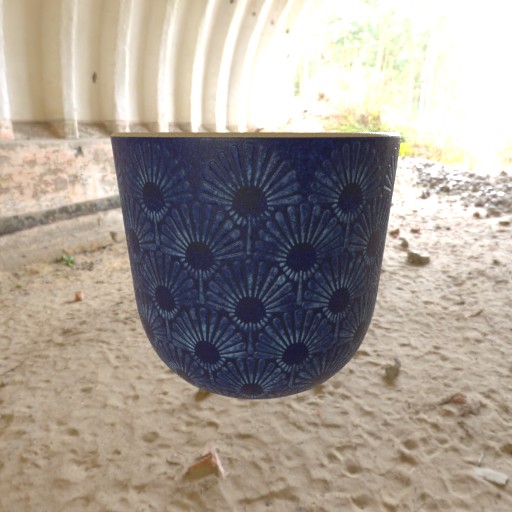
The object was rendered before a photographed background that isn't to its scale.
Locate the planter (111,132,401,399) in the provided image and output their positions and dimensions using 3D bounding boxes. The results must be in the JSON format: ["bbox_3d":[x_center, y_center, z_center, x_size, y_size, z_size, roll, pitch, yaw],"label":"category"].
[{"bbox_3d":[0.000,0.000,0.354,0.206,0.190,0.206,0,16,0],"label":"planter"}]
